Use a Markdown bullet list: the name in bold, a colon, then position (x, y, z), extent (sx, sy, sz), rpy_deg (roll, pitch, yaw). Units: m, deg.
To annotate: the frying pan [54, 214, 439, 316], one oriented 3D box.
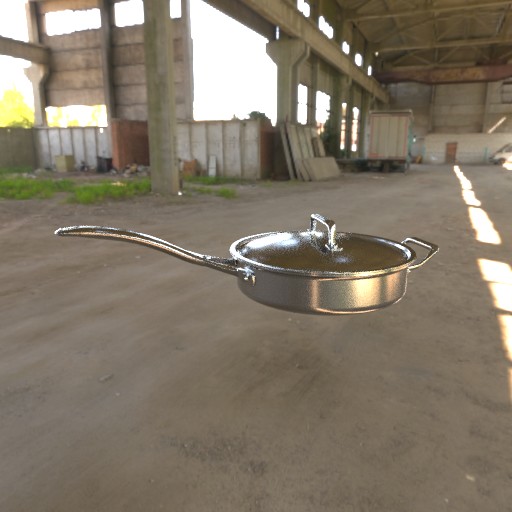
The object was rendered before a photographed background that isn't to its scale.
- **frying pan**: position (0.000, 0.000, 0.668), extent (0.561, 0.114, 0.280), rpy_deg (-3, 14, -10)
